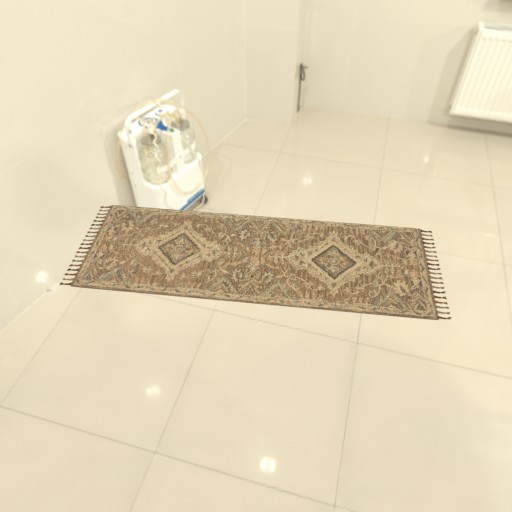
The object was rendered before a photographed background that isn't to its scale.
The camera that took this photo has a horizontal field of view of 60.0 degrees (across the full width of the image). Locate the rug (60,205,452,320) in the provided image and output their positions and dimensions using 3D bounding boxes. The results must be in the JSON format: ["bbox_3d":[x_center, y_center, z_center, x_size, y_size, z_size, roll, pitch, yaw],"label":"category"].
[{"bbox_3d":[0.000,0.000,2.792,2.378,0.018,1.324,17,49,15],"label":"rug"}]
